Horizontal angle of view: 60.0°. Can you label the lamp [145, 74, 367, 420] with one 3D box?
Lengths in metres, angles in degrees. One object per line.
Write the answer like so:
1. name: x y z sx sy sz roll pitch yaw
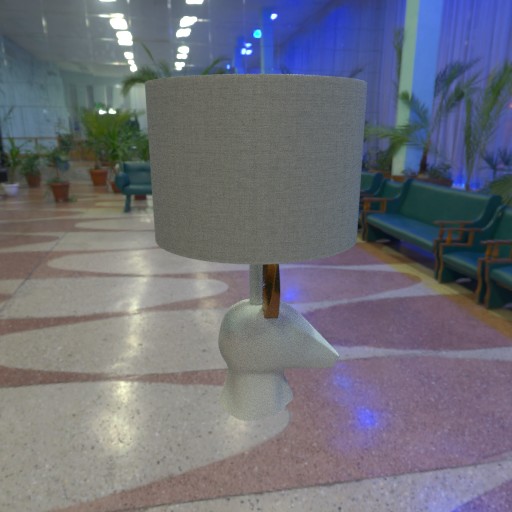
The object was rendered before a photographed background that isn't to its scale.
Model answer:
1. lamp: 0.000 0.000 0.682 0.298 0.503 0.298 -3 17 -9
